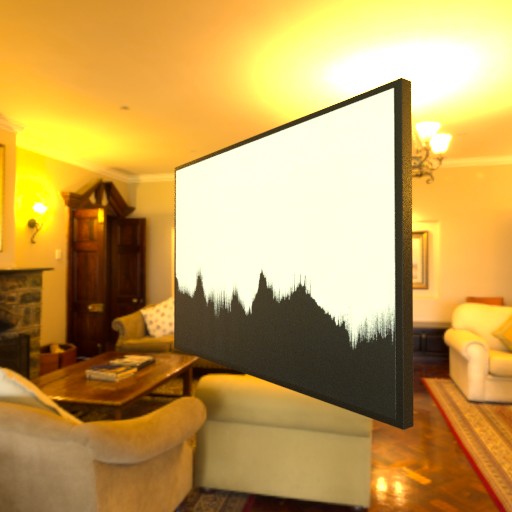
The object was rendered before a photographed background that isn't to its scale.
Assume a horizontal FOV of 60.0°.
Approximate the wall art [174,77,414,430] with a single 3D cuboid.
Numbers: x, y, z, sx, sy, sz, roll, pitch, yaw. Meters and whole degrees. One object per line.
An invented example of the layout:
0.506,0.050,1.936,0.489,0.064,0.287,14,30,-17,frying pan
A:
0.000,0.000,0.832,0.022,0.446,0.659,1,-1,-36,wall art
